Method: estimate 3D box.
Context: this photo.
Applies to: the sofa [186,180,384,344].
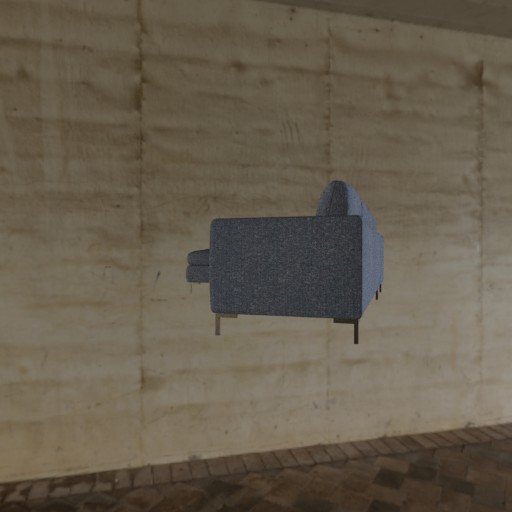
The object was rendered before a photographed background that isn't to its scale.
[{"bbox_3d":[0.000,0.000,3.781,2.007,0.815,2.949,0,1,18],"label":"sofa"}]
